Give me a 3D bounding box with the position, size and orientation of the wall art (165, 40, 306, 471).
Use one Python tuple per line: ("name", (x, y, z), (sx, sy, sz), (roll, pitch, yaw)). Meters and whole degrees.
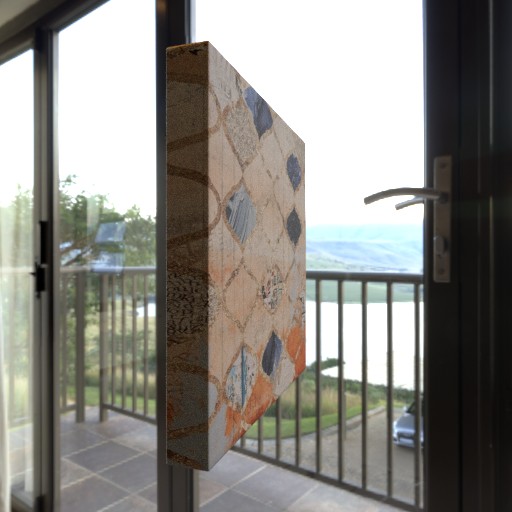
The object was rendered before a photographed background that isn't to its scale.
("wall art", (0.000, 0.000, 0.458), (0.036, 0.304, 0.303), (0, 0, 19))
